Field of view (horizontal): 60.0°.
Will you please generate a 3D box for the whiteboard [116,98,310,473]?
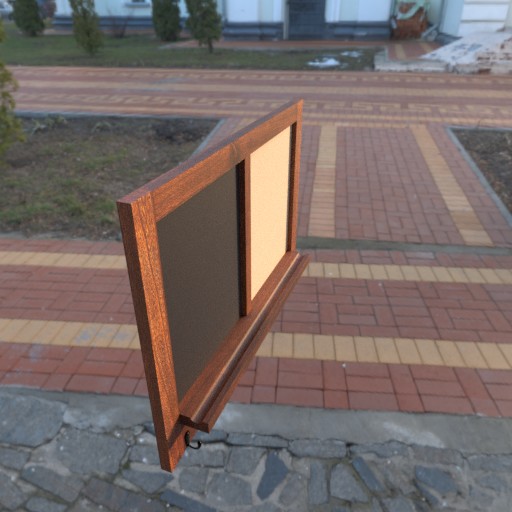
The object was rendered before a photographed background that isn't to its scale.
[{"bbox_3d":[0.000,0.000,1.008,0.083,0.553,0.768,11,32,19],"label":"whiteboard"}]
